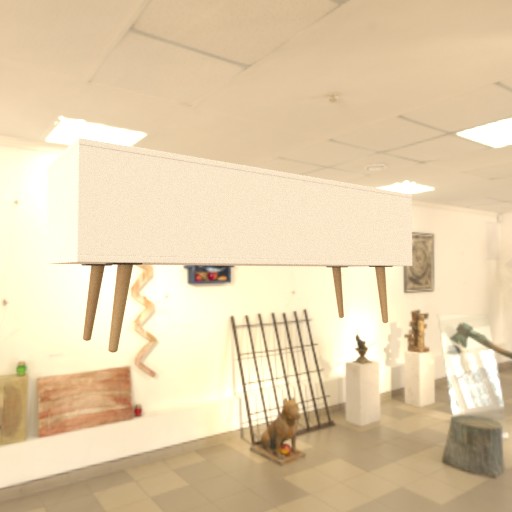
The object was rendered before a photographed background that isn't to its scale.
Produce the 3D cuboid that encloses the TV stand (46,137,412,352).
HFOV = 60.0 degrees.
[{"bbox_3d":[0.000,0.000,1.681,1.398,0.560,0.401,1,-2,-36],"label":"TV stand"}]
